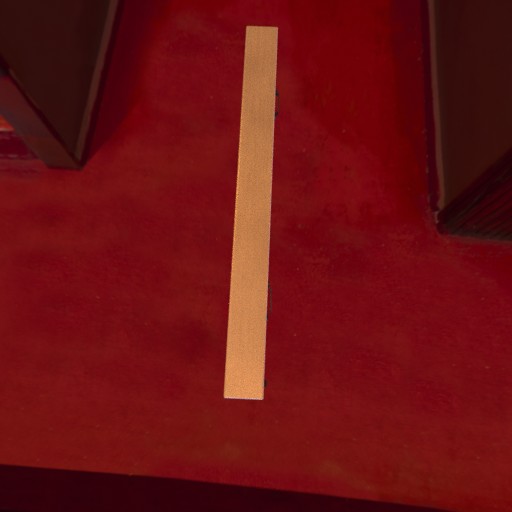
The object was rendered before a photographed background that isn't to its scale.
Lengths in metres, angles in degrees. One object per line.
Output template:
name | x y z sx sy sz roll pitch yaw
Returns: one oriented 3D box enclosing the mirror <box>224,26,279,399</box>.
mirror | 0.000 0.000 0.698 0.041 0.509 0.406 3 75 1
